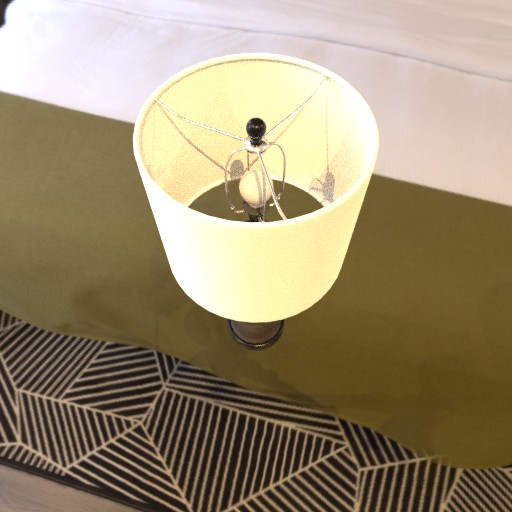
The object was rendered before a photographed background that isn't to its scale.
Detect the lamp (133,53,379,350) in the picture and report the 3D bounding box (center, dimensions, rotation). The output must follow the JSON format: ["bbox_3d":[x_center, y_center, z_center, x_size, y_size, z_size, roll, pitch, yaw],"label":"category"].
[{"bbox_3d":[0.000,0.000,0.814,0.305,0.634,0.305,-13,59,-8],"label":"lamp"}]
